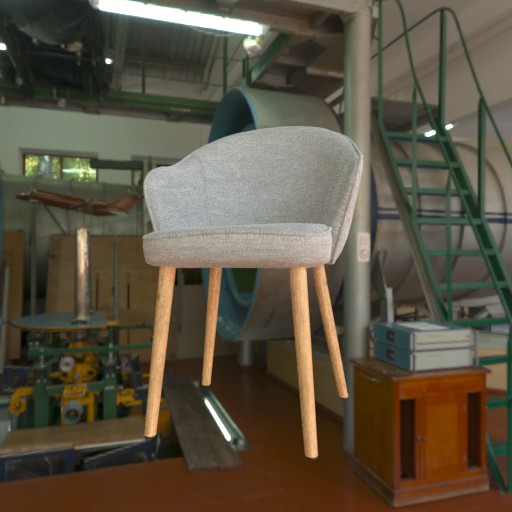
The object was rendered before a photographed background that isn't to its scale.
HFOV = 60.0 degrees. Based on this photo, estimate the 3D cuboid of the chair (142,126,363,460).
[{"bbox_3d":[0.000,0.000,1.145,0.540,0.800,0.530,0,0,16],"label":"chair"}]
